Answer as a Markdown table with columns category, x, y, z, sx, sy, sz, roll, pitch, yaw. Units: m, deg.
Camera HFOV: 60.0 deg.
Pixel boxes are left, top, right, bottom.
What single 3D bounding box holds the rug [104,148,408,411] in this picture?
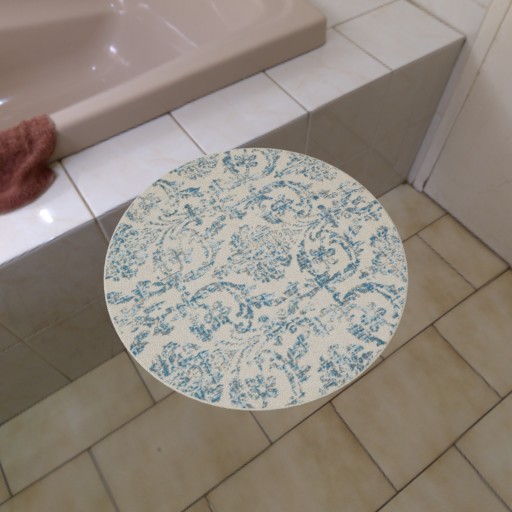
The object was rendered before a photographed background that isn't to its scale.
| category | x | y | z | sx | sy | sz | roll | pitch | yaw |
| --- | --- | --- | --- | --- | --- | --- | --- | --- | --- |
| rug | 0.000 | 0.000 | 2.357 | 1.593 | 0.012 | 1.593 | 0 | 58 | 0 |
